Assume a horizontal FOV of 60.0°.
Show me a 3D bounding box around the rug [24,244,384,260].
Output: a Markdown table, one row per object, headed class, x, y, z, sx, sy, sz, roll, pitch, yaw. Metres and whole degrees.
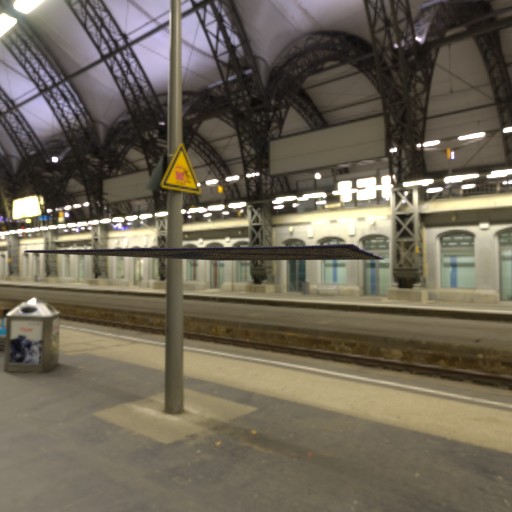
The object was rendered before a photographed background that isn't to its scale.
| class | x | y | z | sx | sy | sz | roll | pitch | yaw |
| --- | --- | --- | --- | --- | --- | --- | --- | --- | --- |
| rug | 0.000 | 0.000 | 2.258 | 1.184 | 0.012 | 1.781 | -1 | -2 | 19 |
